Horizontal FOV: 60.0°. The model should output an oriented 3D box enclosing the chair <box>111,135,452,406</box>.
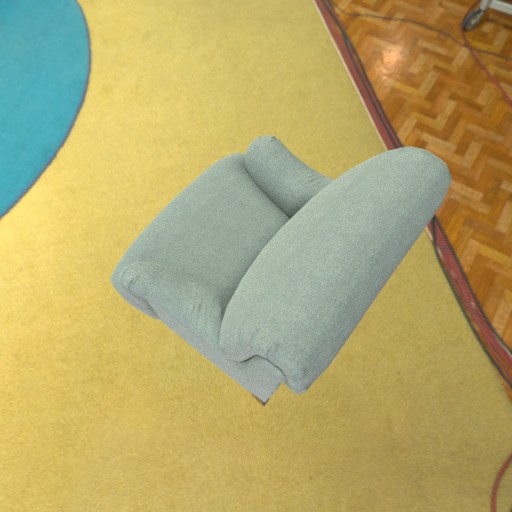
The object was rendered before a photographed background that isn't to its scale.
[{"bbox_3d":[0.000,0.000,1.957,1.060,1.178,0.964,35,68,16],"label":"chair"}]
